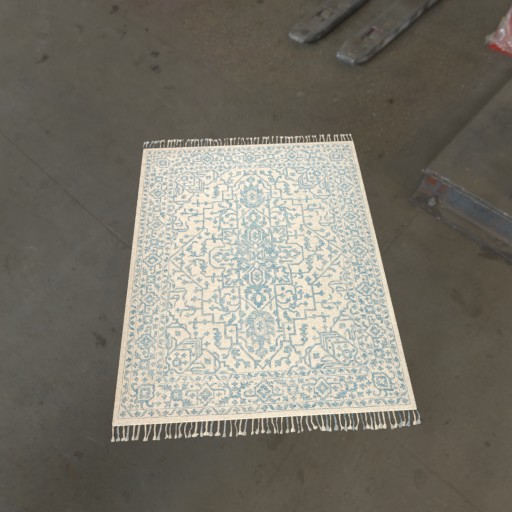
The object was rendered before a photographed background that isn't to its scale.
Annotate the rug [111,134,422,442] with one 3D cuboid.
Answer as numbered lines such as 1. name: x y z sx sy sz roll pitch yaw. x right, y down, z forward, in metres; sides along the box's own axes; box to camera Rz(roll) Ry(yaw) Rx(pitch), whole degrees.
1. rug: 0.000 0.000 4.346 2.464 0.010 3.327 -3 58 -2
